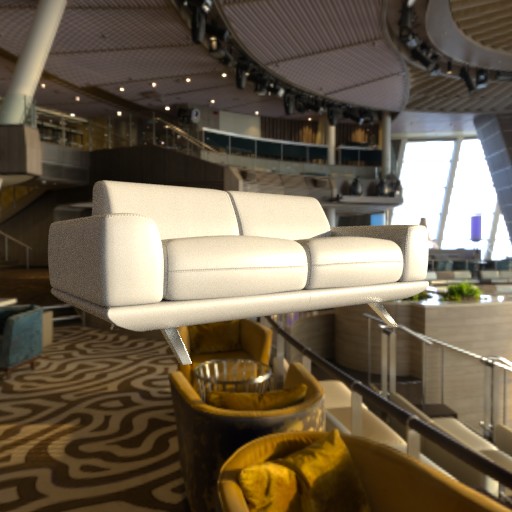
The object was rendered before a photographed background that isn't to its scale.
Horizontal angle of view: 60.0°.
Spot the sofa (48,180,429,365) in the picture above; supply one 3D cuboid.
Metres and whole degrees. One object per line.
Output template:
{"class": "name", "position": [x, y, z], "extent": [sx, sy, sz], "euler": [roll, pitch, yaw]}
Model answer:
{"class": "sofa", "position": [0.000, 0.000, 2.378], "extent": [1.901, 0.772, 0.900], "euler": [-1, 2, -36]}
